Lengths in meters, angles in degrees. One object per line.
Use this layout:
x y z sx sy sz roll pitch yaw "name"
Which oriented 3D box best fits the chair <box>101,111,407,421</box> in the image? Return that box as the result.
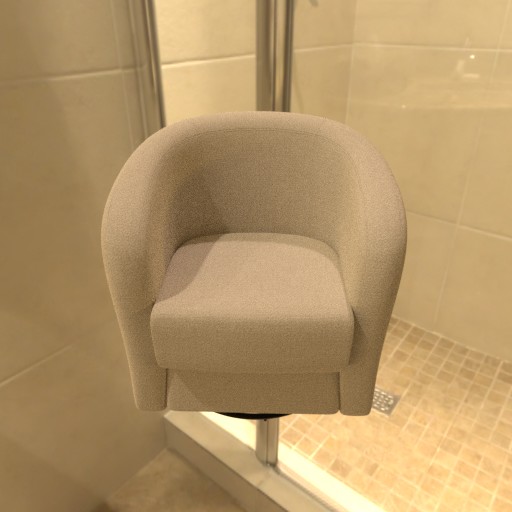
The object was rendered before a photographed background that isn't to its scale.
0.000 0.000 1.437 0.791 0.771 0.815 1 29 1 "chair"
